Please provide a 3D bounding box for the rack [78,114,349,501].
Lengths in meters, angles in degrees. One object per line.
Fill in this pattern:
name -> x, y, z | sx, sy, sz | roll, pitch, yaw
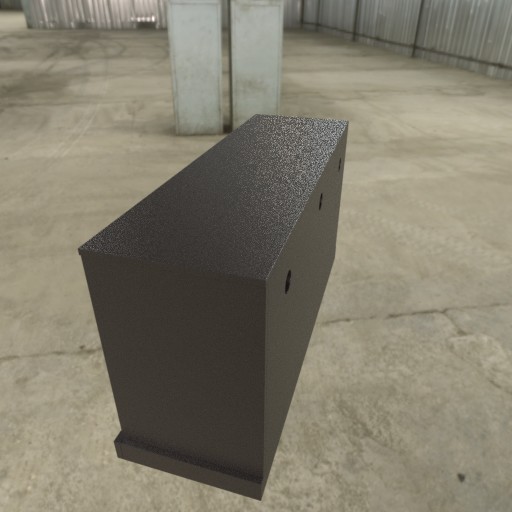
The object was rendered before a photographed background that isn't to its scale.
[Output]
rack -> 0.000, 0.000, 1.464 | 0.399, 0.635, 1.206 | 9, 32, 15
